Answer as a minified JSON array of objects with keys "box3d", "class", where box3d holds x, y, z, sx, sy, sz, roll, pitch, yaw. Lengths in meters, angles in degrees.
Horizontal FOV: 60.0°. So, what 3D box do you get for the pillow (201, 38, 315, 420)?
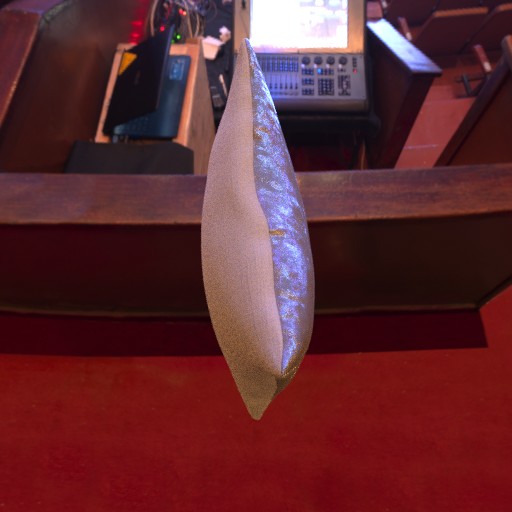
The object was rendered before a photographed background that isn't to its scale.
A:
[{"box3d":[0.000,0.000,0.727,0.175,0.464,0.470,-4,65,-2],"class":"pillow"}]
